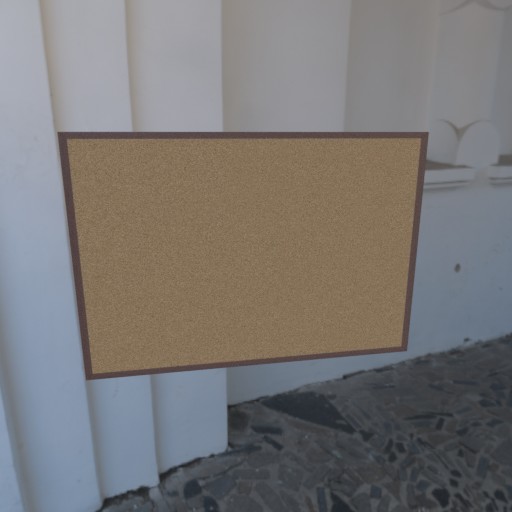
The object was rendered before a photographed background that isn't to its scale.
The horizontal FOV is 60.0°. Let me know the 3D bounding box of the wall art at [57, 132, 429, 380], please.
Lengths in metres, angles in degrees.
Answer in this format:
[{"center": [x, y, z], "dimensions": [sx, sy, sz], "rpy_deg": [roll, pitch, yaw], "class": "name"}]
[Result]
[{"center": [0.000, 0.000, 0.844], "dimensions": [0.660, 0.455, 0.014], "rpy_deg": [-3, 16, -10], "class": "wall art"}]
